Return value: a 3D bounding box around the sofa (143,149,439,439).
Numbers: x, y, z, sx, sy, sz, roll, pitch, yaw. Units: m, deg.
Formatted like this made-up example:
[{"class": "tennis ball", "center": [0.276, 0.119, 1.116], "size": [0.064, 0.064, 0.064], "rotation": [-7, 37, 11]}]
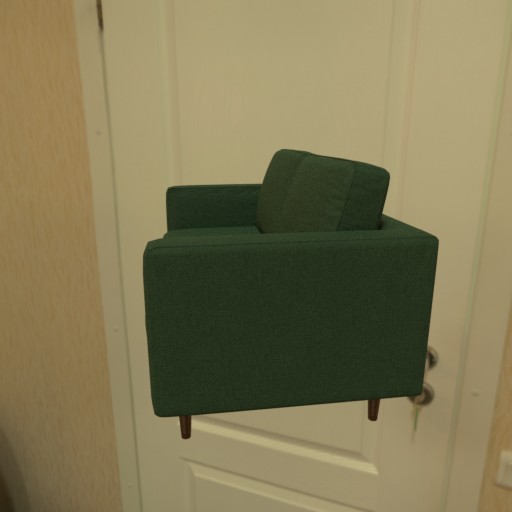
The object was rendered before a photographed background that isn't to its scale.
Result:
[{"class": "sofa", "center": [0.000, 0.000, 1.972], "size": [0.879, 0.899, 1.430], "rotation": [-2, 16, -8]}]
